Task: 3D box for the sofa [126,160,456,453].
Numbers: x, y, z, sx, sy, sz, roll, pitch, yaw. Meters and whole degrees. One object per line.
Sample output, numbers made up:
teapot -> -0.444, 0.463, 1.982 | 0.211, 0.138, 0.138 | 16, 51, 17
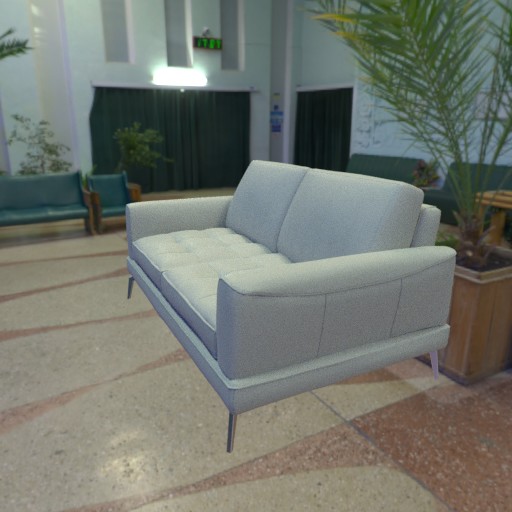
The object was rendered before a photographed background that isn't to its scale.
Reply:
sofa -> 0.000, 0.000, 2.440 | 1.121, 0.930, 1.819 | -8, 18, -26
